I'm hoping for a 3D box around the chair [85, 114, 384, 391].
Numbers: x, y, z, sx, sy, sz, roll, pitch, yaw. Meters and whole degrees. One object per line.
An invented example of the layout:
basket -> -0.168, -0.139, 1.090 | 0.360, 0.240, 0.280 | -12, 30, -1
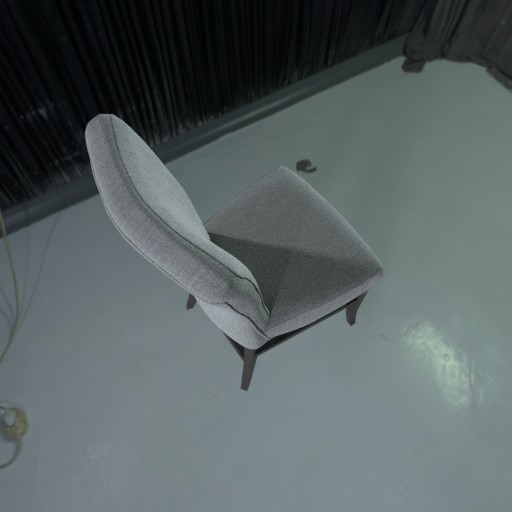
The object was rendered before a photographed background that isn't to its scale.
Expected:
chair -> 0.000, 0.000, 1.331 | 0.660, 0.991, 0.520 | -32, 65, -17
